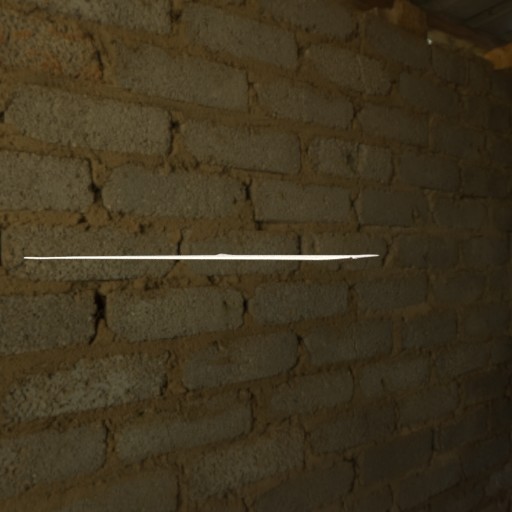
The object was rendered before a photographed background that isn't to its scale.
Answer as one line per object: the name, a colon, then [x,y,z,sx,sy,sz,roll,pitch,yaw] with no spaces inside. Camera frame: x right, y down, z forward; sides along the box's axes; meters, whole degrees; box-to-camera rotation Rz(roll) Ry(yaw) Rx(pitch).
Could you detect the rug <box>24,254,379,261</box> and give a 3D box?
rug: [0.000,0.000,2.399,1.214,0.023,1.947,0,0,18]
